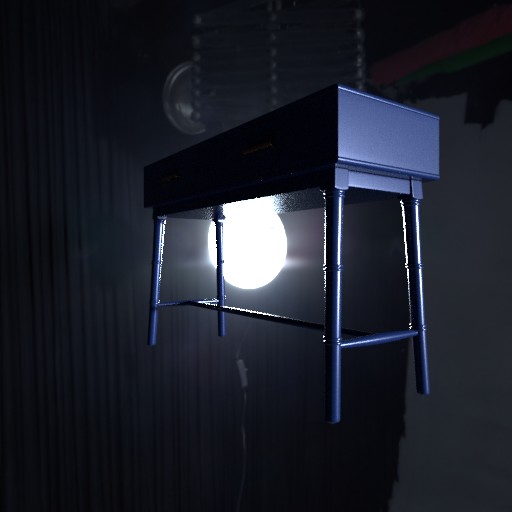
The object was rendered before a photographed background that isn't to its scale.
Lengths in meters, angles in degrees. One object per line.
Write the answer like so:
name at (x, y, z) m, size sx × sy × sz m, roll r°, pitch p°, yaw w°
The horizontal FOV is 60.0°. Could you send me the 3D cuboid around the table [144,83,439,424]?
table at (0.000, 0.000, 1.514) m, size 0.399 × 0.749 × 1.118 m, roll 0°, pitch 0°, yaw -36°
